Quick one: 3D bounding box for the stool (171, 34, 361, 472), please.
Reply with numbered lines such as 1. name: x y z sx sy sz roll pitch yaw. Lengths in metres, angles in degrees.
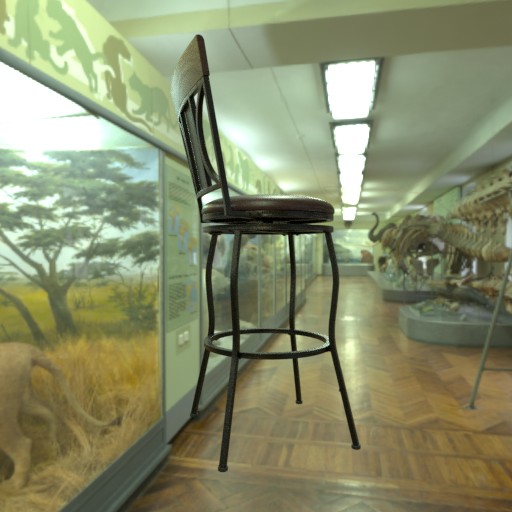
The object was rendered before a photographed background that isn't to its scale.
1. stool: 0.000 0.000 1.414 0.513 1.130 0.448 0 1 -19
